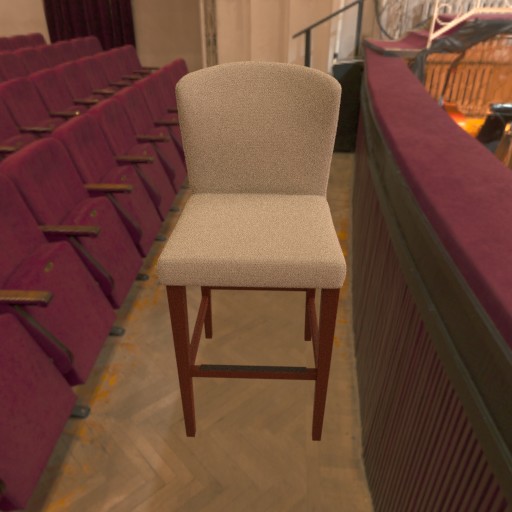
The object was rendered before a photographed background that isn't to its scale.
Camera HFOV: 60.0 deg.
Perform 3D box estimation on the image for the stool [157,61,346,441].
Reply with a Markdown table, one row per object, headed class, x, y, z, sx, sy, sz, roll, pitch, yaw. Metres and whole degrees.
| class | x | y | z | sx | sy | sz | roll | pitch | yaw |
| --- | --- | --- | --- | --- | --- | --- | --- | --- | --- |
| stool | 0.000 | 0.000 | 1.390 | 0.481 | 1.069 | 0.568 | 1 | 30 | 2 |
